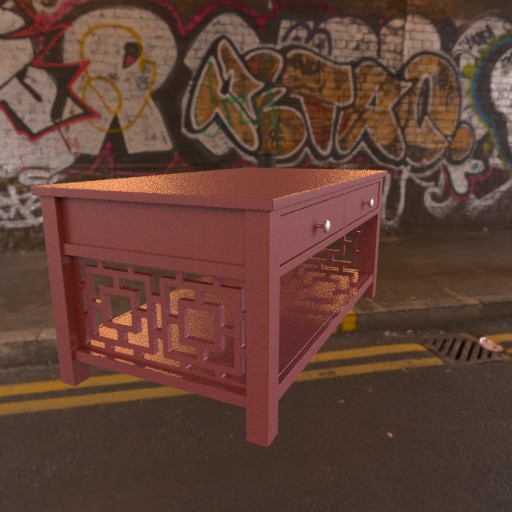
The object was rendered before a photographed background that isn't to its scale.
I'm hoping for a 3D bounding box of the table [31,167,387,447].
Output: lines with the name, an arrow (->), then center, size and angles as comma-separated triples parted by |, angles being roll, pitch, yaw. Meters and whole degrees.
table -> 0.000, 0.000, 1.395 | 0.612, 0.493, 1.068 | 7, 15, 25
